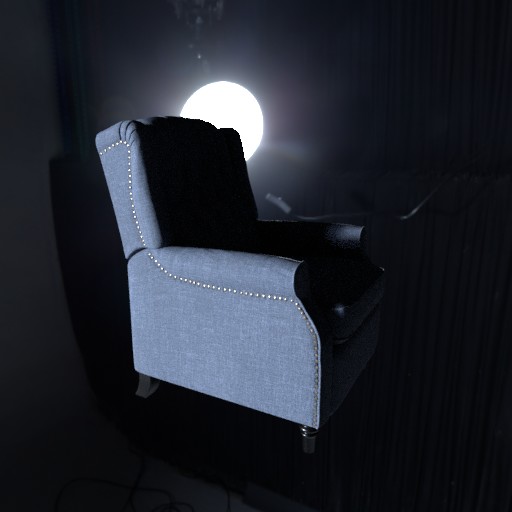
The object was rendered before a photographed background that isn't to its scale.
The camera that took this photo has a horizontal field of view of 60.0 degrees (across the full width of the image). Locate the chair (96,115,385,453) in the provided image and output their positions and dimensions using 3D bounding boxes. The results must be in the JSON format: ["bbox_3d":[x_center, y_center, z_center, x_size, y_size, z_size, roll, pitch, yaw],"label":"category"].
[{"bbox_3d":[0.000,0.000,1.683,0.898,1.035,0.742,8,16,28],"label":"chair"}]
